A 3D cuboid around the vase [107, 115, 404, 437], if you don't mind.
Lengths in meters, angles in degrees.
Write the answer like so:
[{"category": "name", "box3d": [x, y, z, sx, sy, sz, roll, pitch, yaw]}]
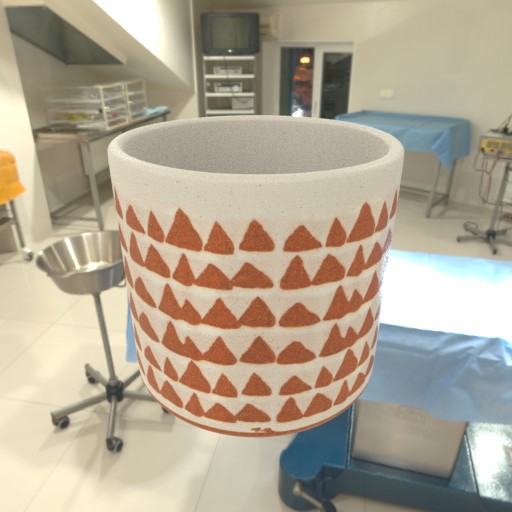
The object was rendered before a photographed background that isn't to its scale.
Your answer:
[{"category": "vase", "box3d": [0.000, 0.000, 0.239, 0.137, 0.127, 0.137, 0, 26, 0]}]
